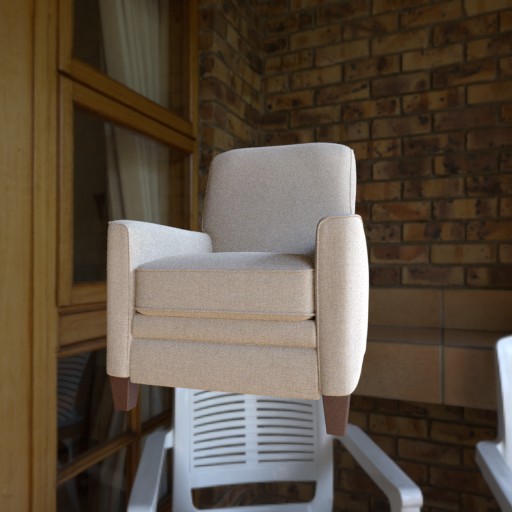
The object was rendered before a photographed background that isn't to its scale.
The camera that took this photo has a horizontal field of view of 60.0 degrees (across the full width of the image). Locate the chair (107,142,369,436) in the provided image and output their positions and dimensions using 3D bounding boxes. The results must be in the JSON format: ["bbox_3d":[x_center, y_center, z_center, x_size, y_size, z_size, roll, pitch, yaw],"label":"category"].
[{"bbox_3d":[0.000,0.000,1.720,0.845,1.023,0.859,0,-1,17],"label":"chair"}]
